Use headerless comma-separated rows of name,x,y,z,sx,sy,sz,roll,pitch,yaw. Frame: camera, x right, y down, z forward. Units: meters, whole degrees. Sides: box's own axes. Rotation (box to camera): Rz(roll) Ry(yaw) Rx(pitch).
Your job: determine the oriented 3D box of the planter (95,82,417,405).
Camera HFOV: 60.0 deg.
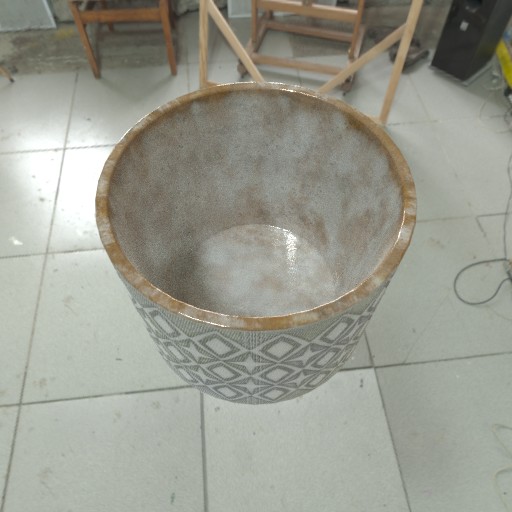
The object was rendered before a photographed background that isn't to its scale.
planter,0.000,0.000,0.449,0.255,0.223,0.255,0,58,0
